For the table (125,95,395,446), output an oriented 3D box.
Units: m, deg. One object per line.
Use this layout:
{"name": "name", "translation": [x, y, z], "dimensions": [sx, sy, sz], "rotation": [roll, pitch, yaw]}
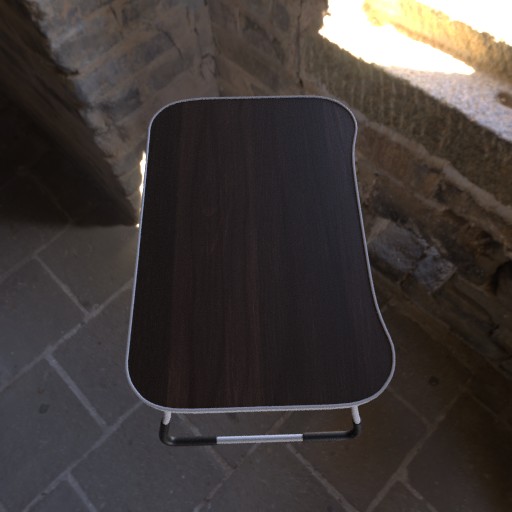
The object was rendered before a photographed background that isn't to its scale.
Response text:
{"name": "table", "translation": [0.000, 0.000, 0.858], "dimensions": [0.400, 0.232, 0.660], "rotation": [-2, 64, -1]}
